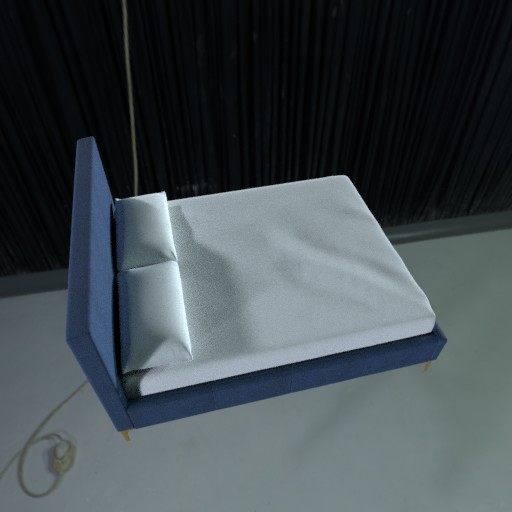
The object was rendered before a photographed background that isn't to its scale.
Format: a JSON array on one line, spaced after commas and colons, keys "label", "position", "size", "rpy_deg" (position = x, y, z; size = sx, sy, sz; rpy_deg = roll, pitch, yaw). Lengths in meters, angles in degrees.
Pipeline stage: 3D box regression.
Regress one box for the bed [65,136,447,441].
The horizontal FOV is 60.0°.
[{"label": "bed", "position": [0.000, 0.000, 3.148], "size": [2.172, 1.231, 1.723], "rpy_deg": [-10, 48, -9]}]
